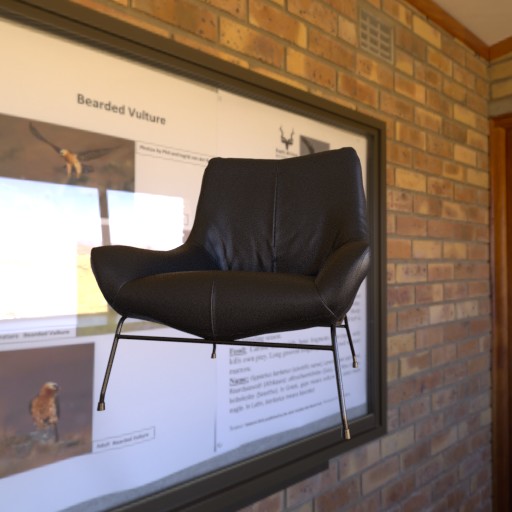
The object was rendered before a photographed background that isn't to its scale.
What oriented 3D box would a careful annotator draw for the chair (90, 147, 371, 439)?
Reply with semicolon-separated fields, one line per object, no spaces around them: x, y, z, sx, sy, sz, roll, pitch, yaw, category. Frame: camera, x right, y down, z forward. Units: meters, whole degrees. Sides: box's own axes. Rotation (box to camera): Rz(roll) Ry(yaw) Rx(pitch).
0.000;0.000;1.600;0.836;0.922;0.826;0;-1;17;chair
